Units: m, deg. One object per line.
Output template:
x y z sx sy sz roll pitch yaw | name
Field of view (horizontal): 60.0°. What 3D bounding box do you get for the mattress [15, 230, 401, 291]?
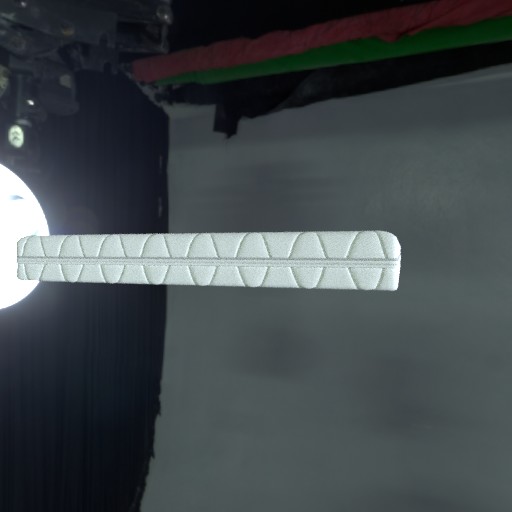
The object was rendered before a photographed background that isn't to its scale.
0.000 0.000 2.582 1.600 0.200 1.900 0 1 18 | mattress
